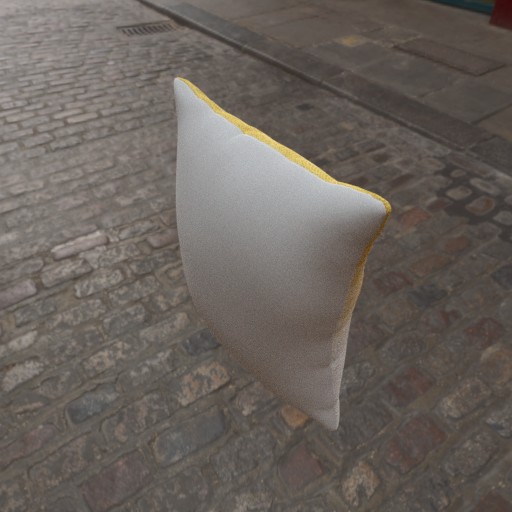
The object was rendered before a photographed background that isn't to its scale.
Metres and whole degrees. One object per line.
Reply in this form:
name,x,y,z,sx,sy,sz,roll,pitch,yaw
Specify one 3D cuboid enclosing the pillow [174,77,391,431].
pillow,0.000,0.000,0.717,0.211,0.450,0.450,-25,47,-26
